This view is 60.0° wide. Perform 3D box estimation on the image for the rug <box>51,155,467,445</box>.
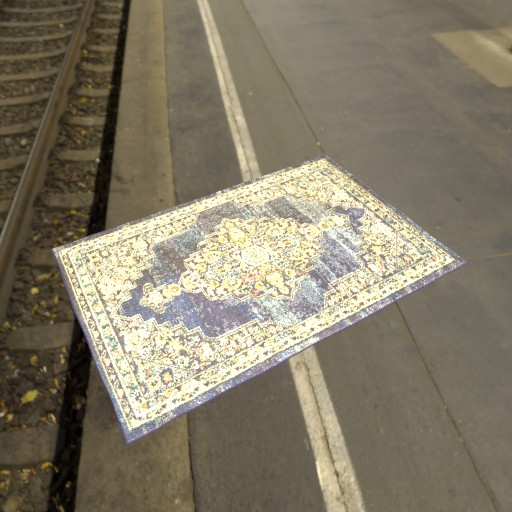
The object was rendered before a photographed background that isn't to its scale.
[{"bbox_3d":[0.000,0.000,2.261,1.781,0.012,1.184,-23,49,-21],"label":"rug"}]
